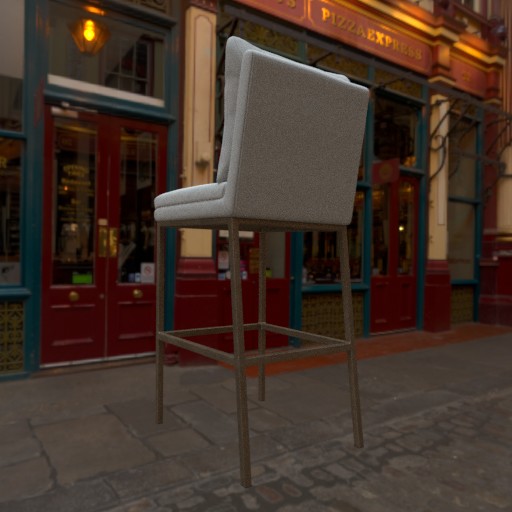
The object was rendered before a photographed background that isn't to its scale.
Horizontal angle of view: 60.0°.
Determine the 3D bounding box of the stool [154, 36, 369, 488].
[{"bbox_3d":[0.000,0.000,1.411,0.463,1.125,0.572,0,-1,-35],"label":"stool"}]
